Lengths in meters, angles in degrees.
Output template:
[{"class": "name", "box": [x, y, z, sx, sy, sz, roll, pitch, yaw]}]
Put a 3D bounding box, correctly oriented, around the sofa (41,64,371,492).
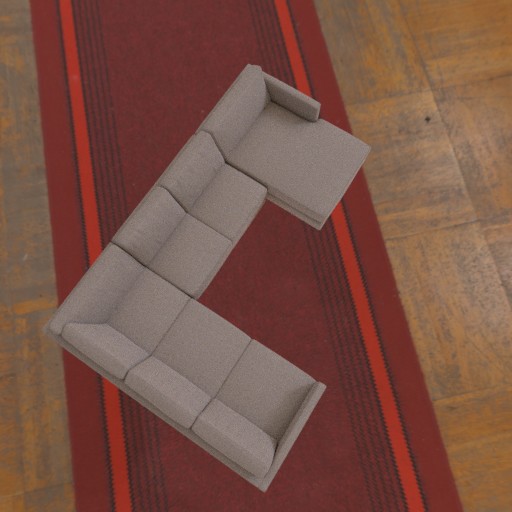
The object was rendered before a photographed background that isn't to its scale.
[{"class": "sofa", "box": [0.000, 0.000, 4.443, 2.424, 0.865, 3.438, 32, 77, 9]}]
